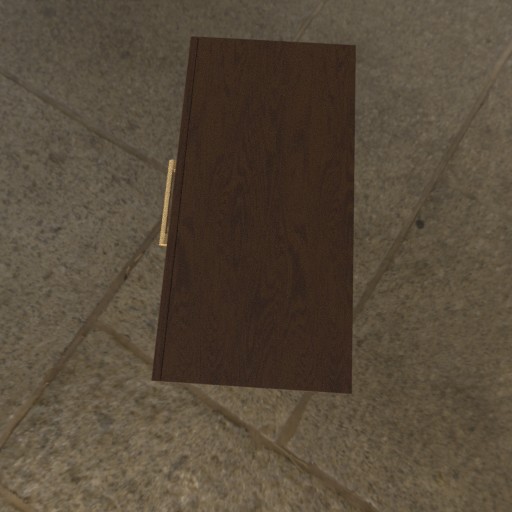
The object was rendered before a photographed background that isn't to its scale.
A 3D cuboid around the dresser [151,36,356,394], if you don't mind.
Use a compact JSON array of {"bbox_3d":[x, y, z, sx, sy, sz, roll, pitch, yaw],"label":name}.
[{"bbox_3d":[0.000,0.000,1.807,0.516,1.320,0.964,4,76,1],"label":"dresser"}]
